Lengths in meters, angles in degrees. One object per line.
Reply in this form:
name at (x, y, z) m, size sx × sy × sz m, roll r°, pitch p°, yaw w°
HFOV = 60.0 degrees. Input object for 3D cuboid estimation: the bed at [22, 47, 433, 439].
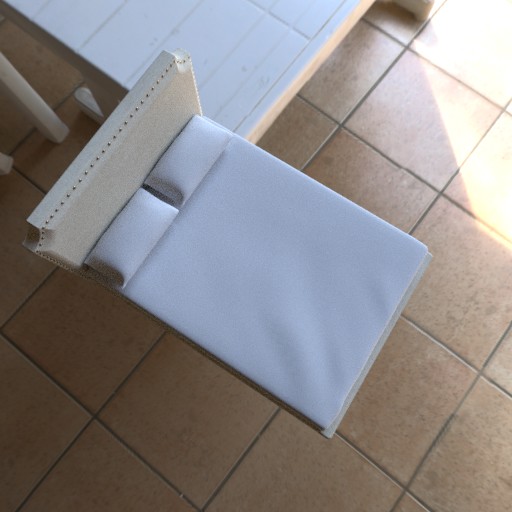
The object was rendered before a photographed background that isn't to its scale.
bed at (0.000, 0.000, 3.354) m, size 2.381 × 1.457 × 1.713 m, roll 32°, pitch 78°, yaw 7°
